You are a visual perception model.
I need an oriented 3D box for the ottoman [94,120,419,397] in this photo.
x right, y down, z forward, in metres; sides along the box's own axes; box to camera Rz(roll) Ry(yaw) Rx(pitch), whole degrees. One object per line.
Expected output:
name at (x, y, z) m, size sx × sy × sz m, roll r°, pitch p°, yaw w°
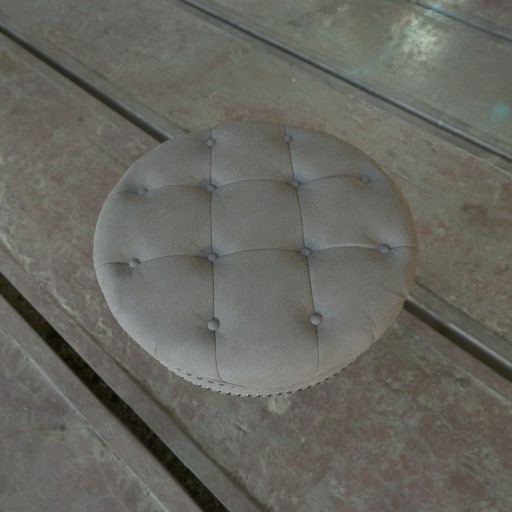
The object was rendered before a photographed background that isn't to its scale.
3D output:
ottoman at (0.000, 0.000, 1.377) m, size 0.901 × 0.439 × 0.901 m, roll 0°, pitch 56°, yaw 0°
